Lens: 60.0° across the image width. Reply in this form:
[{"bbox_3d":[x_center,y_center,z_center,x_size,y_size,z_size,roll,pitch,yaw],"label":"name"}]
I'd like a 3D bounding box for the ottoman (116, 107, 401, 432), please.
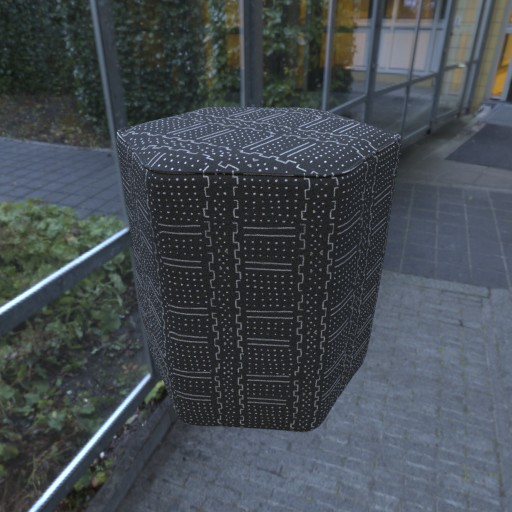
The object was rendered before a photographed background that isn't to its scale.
[{"bbox_3d":[0.000,0.000,0.873,0.443,0.502,0.494,18,34,30],"label":"ottoman"}]
